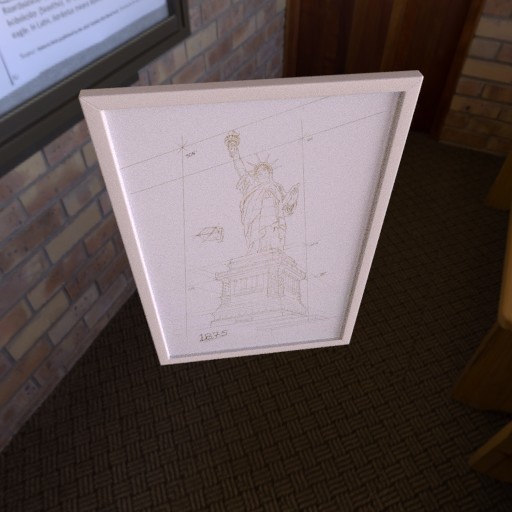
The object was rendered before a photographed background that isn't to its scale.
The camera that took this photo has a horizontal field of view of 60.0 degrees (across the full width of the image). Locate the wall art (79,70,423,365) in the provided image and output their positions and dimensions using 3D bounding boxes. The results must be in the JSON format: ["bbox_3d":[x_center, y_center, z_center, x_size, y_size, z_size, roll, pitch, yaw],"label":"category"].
[{"bbox_3d":[0.000,0.000,1.470,0.808,1.183,0.038,-5,47,-5],"label":"wall art"}]
